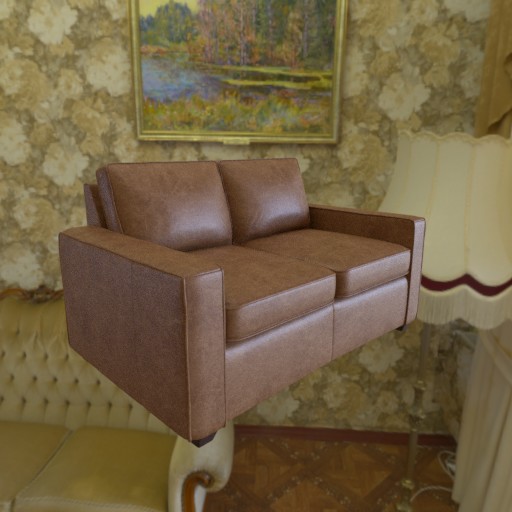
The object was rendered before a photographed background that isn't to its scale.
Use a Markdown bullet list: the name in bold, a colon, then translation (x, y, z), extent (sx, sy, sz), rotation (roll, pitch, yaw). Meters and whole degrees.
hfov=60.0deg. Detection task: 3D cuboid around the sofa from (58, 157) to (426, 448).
- **sofa**: translation (0.000, 0.000, 2.136), extent (1.532, 0.896, 1.020), rotation (-13, 19, -42)
